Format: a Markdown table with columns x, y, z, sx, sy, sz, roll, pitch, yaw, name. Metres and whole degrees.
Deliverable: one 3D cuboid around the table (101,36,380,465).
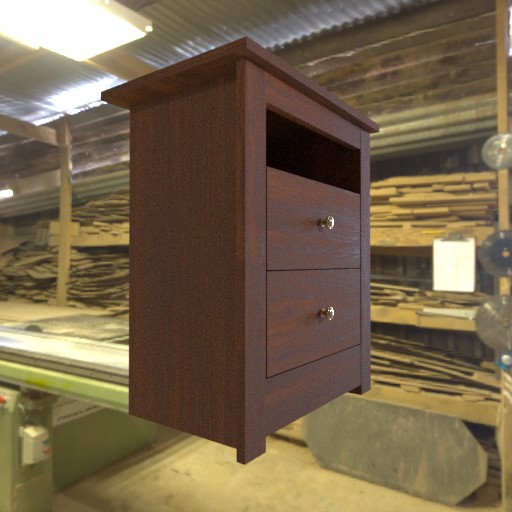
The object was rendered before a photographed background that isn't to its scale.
| x | y | z | sx | sy | sz | roll | pitch | yaw | name |
| --- | --- | --- | --- | --- | --- | --- | --- | --- | --- |
| 0.000 | 0.000 | 1.076 | 0.406 | 0.711 | 0.589 | -1 | -1 | 36 | table |
